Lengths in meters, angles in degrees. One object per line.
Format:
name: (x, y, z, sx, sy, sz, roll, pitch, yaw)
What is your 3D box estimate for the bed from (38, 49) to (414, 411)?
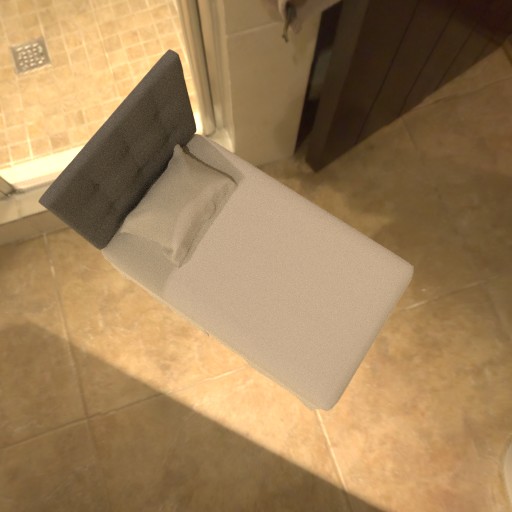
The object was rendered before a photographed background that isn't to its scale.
bed: (0.000, 0.000, 3.010, 1.997, 1.571, 1.261, 33, 78, 8)
